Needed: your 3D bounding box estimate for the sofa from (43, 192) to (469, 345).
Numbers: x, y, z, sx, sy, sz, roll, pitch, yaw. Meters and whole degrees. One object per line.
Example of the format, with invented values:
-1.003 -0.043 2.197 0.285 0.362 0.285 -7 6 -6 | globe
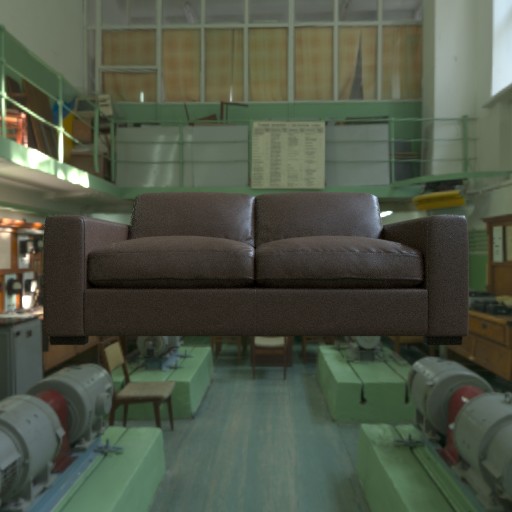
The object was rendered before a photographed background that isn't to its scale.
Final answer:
0.000 0.000 2.487 1.920 0.800 1.070 0 1 0 | sofa
